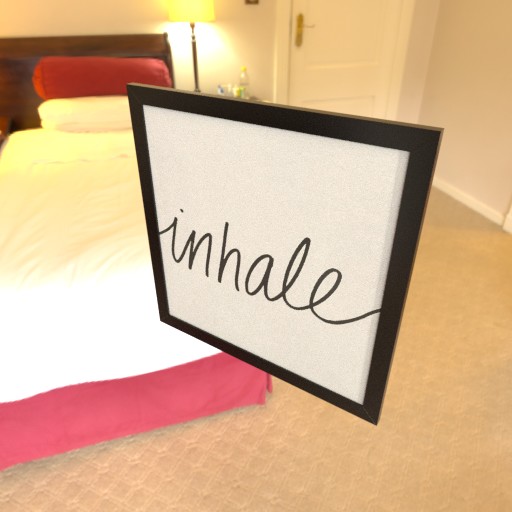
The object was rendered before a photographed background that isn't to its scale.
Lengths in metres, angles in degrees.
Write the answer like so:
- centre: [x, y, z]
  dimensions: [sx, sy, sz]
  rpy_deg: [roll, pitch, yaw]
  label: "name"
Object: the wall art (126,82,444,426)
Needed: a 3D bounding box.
- centre: [0.000, 0.000, 0.662]
  dimensions: [0.446, 0.445, 0.014]
  rpy_deg: [19, 36, 28]
  label: "wall art"
